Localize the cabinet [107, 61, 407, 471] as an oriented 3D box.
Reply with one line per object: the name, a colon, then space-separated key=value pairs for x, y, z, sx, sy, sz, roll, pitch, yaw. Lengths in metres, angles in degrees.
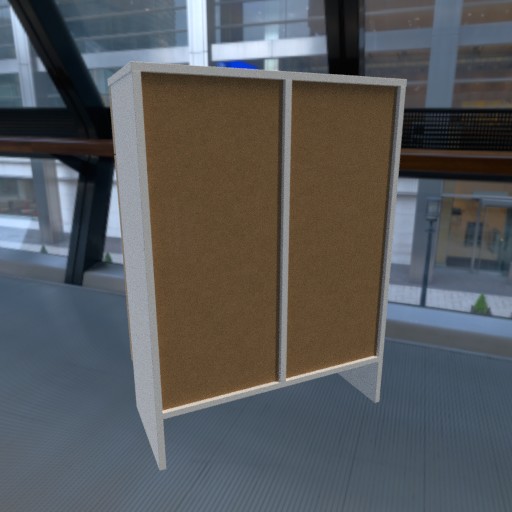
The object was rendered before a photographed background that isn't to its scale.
cabinet: x=0.000 y=0.000 z=1.096 sx=0.600 sy=0.815 sz=0.296 roll=-7 pitch=17 yaw=-24
